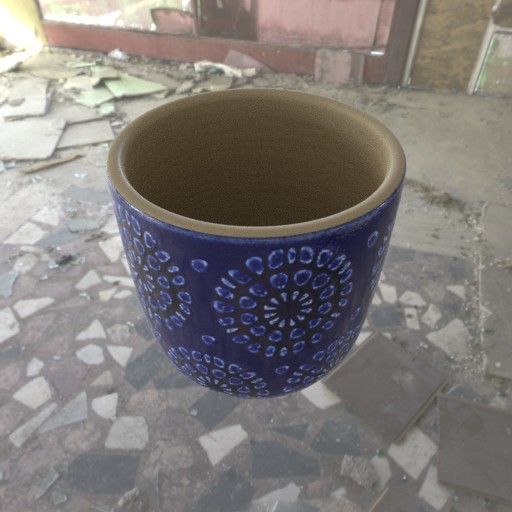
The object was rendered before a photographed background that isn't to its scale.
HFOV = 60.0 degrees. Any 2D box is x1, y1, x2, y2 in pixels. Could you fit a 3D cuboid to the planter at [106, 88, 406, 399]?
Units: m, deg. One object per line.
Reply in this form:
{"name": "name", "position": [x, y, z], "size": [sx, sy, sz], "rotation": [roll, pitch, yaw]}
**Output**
{"name": "planter", "position": [0.000, 0.000, 0.200], "size": [0.109, 0.112, 0.109], "rotation": [0, 42, 0]}
